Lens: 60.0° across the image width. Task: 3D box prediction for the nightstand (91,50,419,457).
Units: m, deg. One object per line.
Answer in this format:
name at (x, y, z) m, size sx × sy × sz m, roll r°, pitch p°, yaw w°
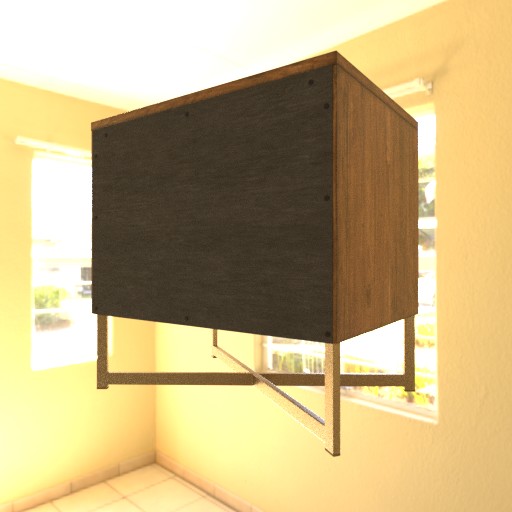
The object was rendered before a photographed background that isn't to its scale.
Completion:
nightstand at (0.000, 0.000, 1.015) m, size 0.610 × 0.610 × 0.446 m, roll 0°, pitch 0°, yaw 36°
